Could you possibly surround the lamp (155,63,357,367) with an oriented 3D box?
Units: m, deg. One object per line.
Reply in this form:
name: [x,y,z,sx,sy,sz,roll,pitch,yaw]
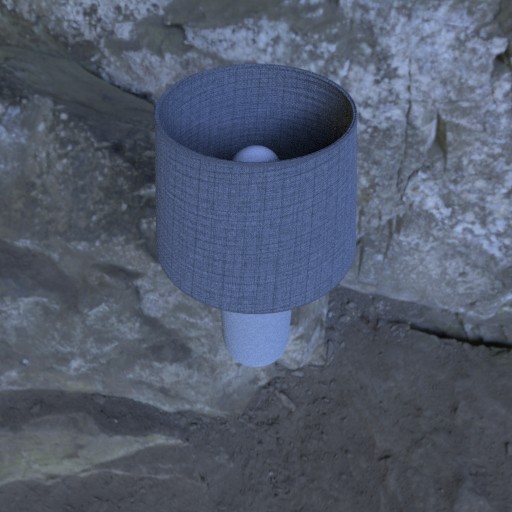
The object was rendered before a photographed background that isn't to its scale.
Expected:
lamp: [0.000,0.000,0.593,0.251,0.429,0.251,0,46,0]
